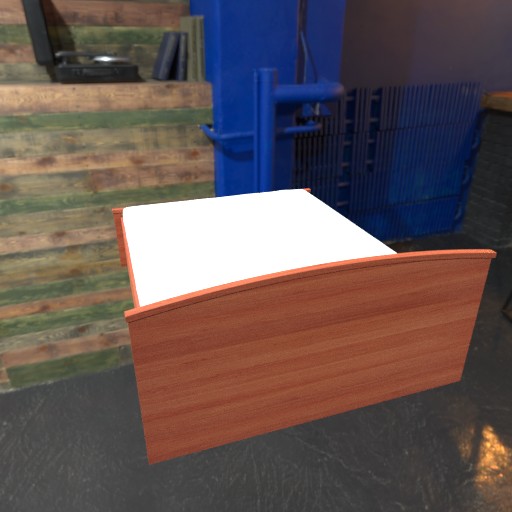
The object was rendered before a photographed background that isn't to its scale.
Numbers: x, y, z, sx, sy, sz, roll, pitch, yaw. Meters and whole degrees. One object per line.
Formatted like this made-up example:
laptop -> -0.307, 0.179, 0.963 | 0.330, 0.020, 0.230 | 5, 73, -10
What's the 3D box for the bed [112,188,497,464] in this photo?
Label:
bed -> 0.000, 0.000, 2.860 | 1.683, 0.848, 2.053 | -8, 27, -17
